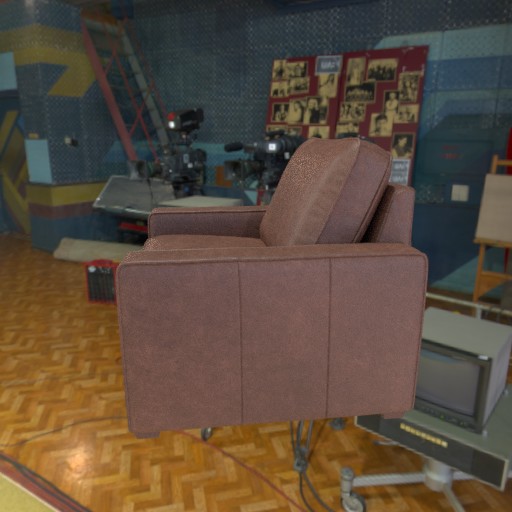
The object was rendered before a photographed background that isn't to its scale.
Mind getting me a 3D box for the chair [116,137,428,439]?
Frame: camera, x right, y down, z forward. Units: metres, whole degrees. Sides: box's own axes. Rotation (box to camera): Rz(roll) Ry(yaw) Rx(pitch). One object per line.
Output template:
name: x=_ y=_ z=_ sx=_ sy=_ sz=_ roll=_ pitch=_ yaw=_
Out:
chair: x=0.000 y=0.000 z=1.770 sx=0.940 sy=0.919 sz=1.017 roll=-2 pitch=15 yaw=-7
